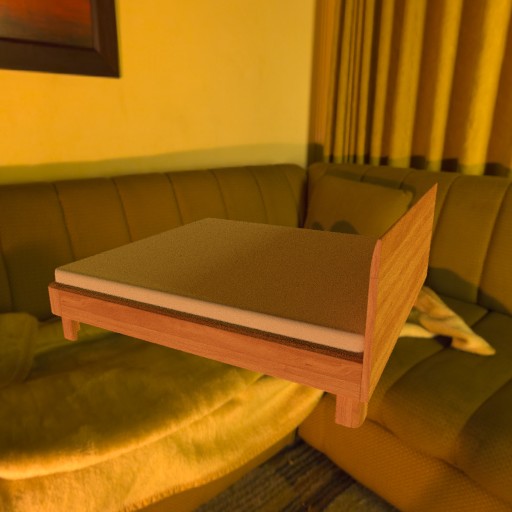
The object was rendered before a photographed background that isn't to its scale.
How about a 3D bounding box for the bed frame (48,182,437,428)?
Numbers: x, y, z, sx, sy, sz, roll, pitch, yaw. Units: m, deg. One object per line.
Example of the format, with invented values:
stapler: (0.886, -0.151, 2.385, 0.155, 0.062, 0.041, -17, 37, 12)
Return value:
bed frame: (0.000, 0.000, 3.128, 2.092, 0.940, 1.872, 9, 19, 26)
